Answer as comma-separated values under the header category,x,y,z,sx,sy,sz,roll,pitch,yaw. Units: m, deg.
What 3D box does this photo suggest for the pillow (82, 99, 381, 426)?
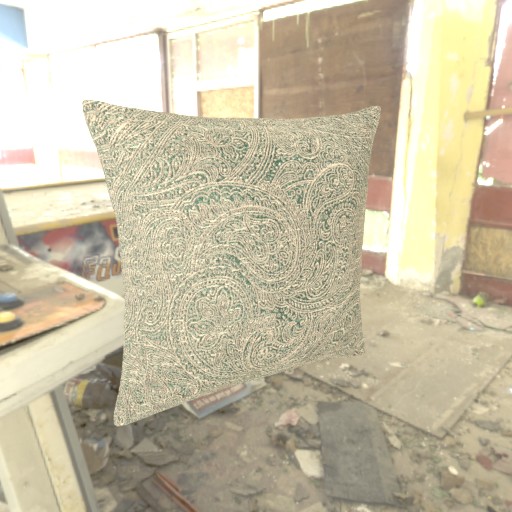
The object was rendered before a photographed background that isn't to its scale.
category,x,y,z,sx,sy,sz,roll,pitch,yaw
pillow,0.000,0.000,0.773,0.526,0.507,0.166,-9,19,-27
